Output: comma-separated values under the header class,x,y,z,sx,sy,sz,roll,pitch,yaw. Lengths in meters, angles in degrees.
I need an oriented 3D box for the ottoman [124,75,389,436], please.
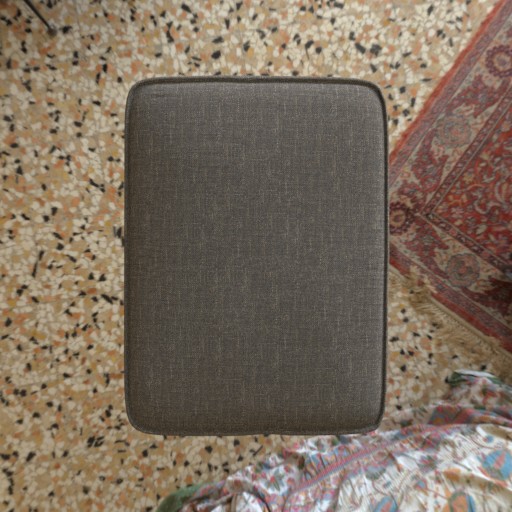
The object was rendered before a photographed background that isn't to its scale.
class,x,y,z,sx,sy,sz,roll,pitch,yaw
ottoman,0.000,0.000,1.093,0.549,0.450,0.749,0,90,0
